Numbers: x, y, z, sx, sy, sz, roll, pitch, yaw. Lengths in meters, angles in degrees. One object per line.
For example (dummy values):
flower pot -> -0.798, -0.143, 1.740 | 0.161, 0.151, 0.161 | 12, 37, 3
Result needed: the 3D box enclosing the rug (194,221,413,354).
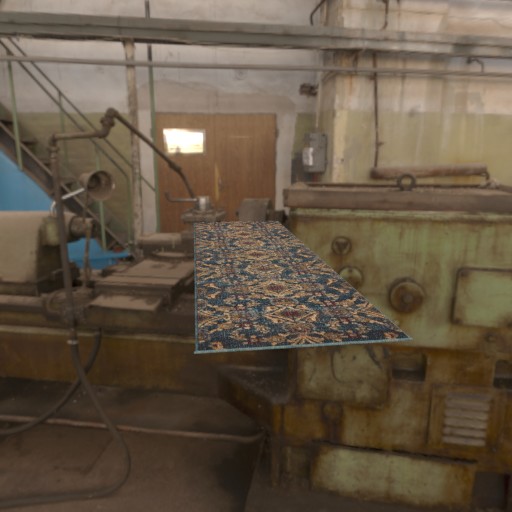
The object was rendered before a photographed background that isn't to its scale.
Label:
rug -> 0.000, 0.000, 2.448 | 0.685, 0.014, 2.292 | -2, 14, -8
